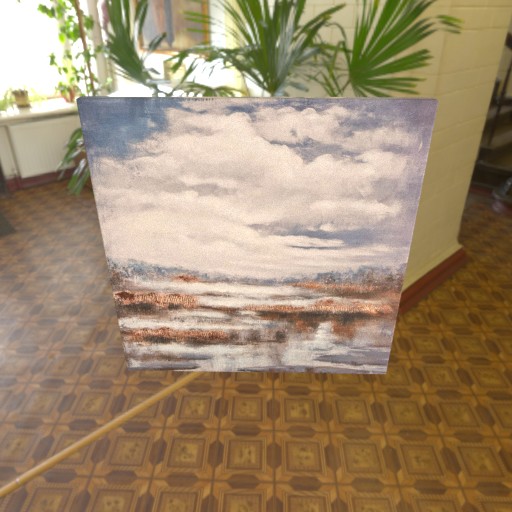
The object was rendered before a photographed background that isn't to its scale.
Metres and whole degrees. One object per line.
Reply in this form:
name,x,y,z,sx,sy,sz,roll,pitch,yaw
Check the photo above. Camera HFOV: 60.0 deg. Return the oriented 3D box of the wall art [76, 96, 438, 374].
wall art,0.000,0.000,1.497,1.010,1.020,0.040,1,29,1
